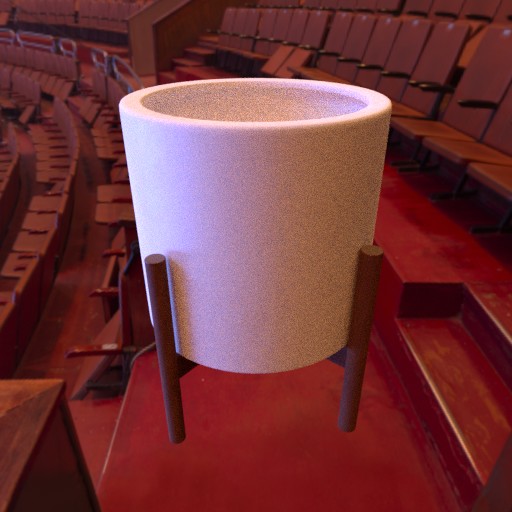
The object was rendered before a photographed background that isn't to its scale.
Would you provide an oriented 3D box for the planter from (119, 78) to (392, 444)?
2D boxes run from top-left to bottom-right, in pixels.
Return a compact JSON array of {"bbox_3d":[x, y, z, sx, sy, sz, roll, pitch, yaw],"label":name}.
[{"bbox_3d":[0.000,0.000,0.843,0.420,0.581,0.421,-1,29,-2],"label":"planter"}]
